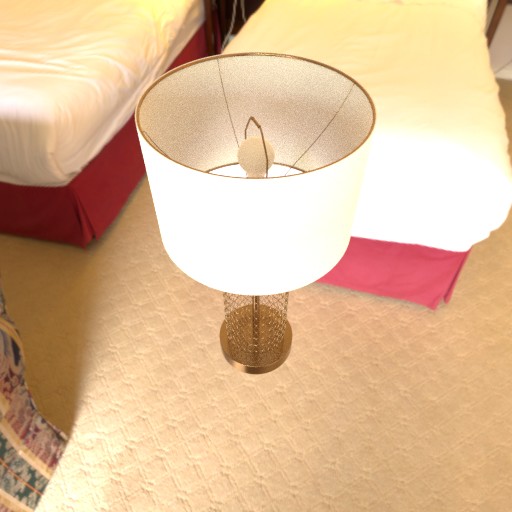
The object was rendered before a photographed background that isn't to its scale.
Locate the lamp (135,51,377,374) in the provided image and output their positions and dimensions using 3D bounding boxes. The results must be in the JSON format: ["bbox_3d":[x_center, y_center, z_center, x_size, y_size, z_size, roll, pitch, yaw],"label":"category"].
[{"bbox_3d":[0.000,0.000,0.648,0.252,0.483,0.252,-18,51,-15],"label":"lamp"}]
